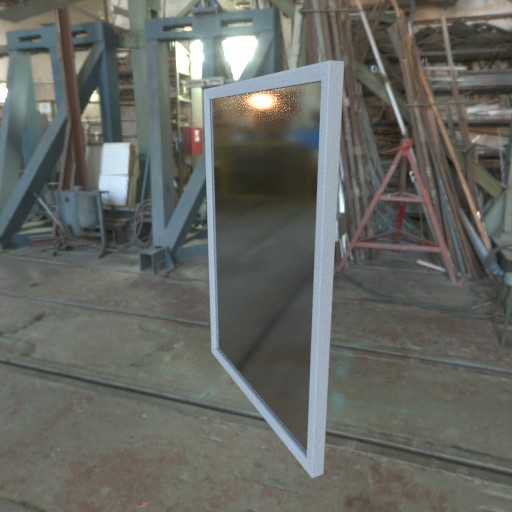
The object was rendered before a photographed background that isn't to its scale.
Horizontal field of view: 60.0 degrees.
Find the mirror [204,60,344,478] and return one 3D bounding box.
[{"bbox_3d":[0.000,0.000,1.365,0.040,1.016,0.762,-8,18,-25],"label":"mirror"}]
